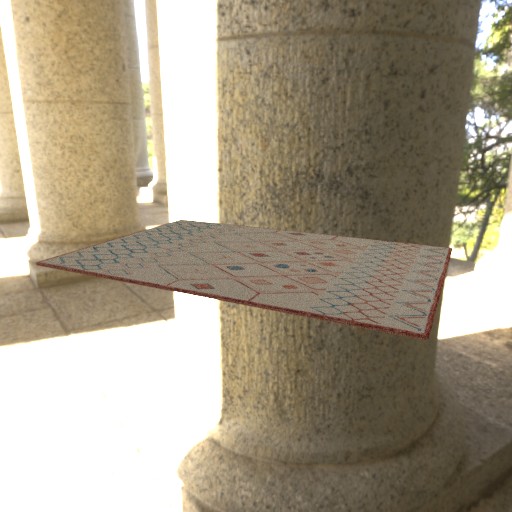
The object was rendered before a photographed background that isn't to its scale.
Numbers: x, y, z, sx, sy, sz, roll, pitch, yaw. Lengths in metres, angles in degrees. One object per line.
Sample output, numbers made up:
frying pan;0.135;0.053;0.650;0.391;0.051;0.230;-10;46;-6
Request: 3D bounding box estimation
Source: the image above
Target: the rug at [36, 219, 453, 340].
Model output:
rug;0.000;0.000;2.321;1.829;0.016;1.219;8;18;25
